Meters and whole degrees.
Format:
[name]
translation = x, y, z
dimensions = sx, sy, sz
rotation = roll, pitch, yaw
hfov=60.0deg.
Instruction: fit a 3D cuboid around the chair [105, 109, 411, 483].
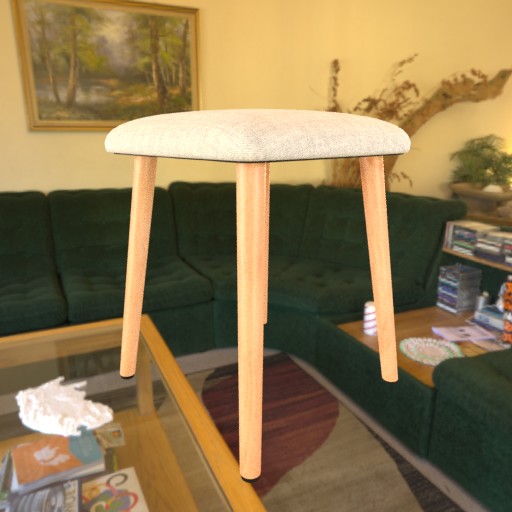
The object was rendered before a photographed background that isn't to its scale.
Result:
[chair]
translation = 0.000, 0.000, 0.706
dimensions = 0.350, 0.440, 0.350
rotation = -14, 21, -41
